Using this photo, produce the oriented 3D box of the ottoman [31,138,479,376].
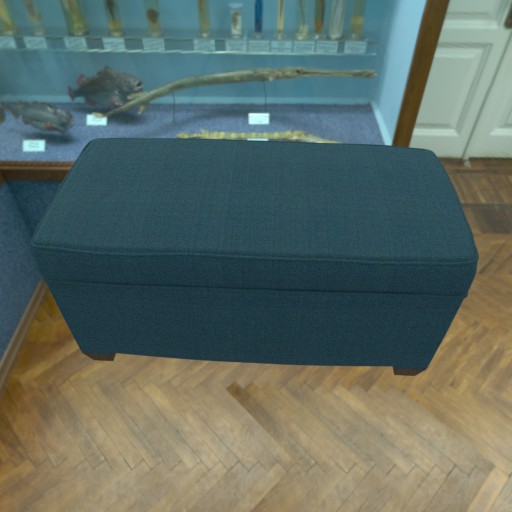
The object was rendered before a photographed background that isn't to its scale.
[{"bbox_3d":[0.000,0.000,1.195,0.943,0.474,0.474,2,45,2],"label":"ottoman"}]
